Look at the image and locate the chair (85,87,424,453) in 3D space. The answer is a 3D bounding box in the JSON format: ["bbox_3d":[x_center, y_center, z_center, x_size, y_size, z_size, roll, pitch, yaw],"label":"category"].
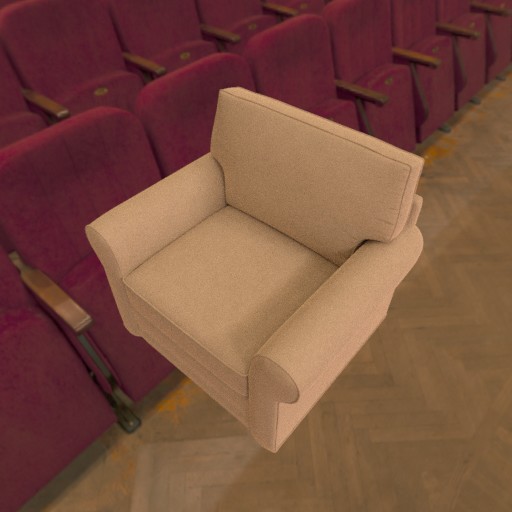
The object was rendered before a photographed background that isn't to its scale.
[{"bbox_3d":[0.000,0.000,1.763,1.040,0.955,0.863,31,53,27],"label":"chair"}]
